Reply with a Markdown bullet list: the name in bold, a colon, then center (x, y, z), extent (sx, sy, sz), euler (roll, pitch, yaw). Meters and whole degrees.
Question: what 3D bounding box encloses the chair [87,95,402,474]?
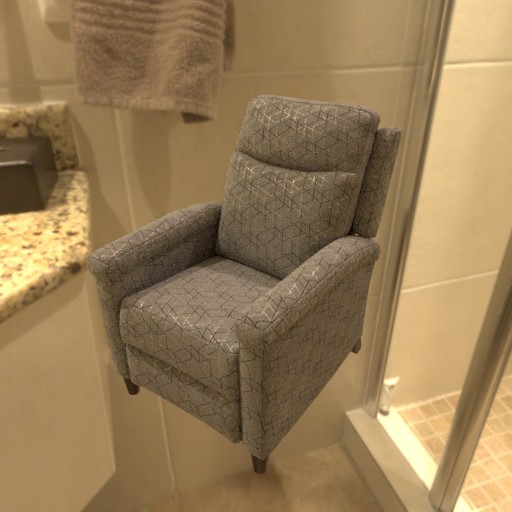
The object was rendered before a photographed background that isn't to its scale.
- **chair**: center (0.000, 0.000, 1.690), extent (0.753, 1.048, 0.987), euler (18, 34, 29)
